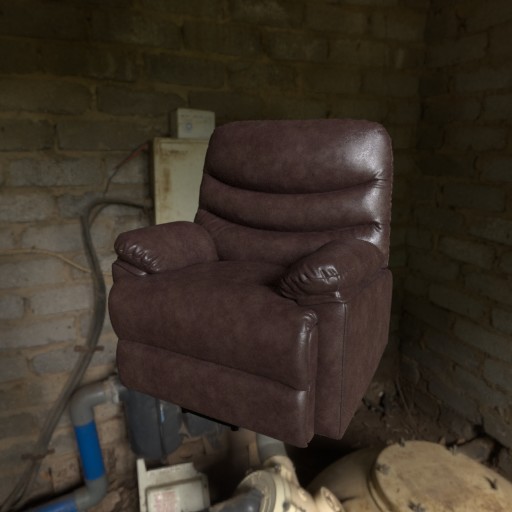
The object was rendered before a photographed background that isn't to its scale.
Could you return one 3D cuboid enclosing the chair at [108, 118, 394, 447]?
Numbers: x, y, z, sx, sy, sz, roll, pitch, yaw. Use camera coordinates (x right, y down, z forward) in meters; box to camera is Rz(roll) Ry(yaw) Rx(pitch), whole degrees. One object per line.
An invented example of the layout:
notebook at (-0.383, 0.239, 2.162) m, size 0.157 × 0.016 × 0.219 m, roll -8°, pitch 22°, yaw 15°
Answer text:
chair at (0.000, 0.000, 1.730) m, size 0.940 × 1.041 × 0.879 m, roll 8°, pitch 17°, yaw 27°
